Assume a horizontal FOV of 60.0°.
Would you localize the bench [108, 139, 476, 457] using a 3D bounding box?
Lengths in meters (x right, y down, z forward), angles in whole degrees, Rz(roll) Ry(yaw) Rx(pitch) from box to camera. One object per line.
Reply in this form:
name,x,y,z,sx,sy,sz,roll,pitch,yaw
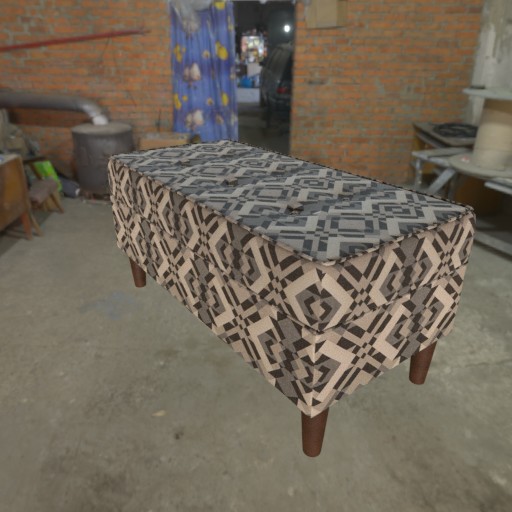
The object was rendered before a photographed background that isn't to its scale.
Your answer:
bench,0.000,0.000,1.292,0.492,0.477,1.016,-18,31,-33
